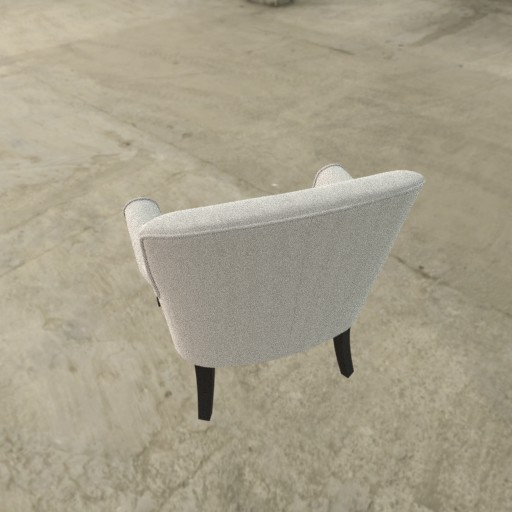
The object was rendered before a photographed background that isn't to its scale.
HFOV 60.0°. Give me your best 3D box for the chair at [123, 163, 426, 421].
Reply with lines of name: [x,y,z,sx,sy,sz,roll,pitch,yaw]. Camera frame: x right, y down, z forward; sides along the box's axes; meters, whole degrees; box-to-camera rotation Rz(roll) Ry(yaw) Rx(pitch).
chair: [0.000,0.000,1.488,0.781,0.875,0.750,-12,42,-14]
